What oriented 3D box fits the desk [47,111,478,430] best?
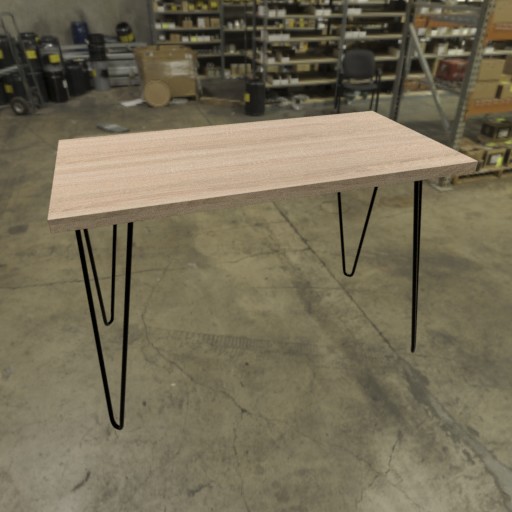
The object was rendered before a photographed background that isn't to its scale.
[{"bbox_3d":[0.000,0.000,1.342,0.991,0.660,0.499,-10,34,-15],"label":"desk"}]
